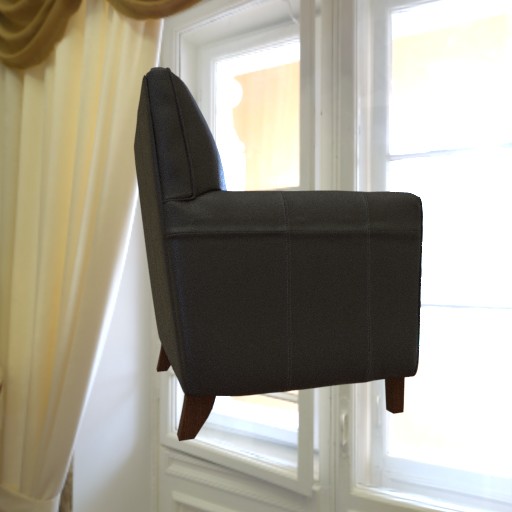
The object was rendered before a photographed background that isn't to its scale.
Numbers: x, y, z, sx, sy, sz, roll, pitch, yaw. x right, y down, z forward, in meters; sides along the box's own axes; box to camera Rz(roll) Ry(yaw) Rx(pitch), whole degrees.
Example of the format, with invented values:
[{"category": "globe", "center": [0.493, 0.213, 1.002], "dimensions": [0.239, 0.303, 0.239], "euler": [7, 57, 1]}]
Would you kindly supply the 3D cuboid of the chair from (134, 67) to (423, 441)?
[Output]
[{"category": "chair", "center": [0.000, 0.000, 1.579], "dimensions": [0.825, 0.943, 0.870], "euler": [0, 0, -17]}]
